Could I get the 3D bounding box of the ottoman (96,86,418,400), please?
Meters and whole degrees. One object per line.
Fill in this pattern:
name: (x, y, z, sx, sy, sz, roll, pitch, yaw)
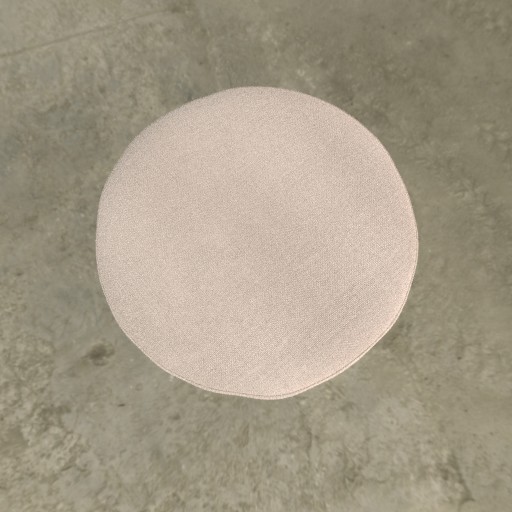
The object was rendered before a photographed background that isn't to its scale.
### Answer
ottoman: (0.000, 0.000, 0.838, 0.497, 0.409, 0.497, 0, 75, 0)
